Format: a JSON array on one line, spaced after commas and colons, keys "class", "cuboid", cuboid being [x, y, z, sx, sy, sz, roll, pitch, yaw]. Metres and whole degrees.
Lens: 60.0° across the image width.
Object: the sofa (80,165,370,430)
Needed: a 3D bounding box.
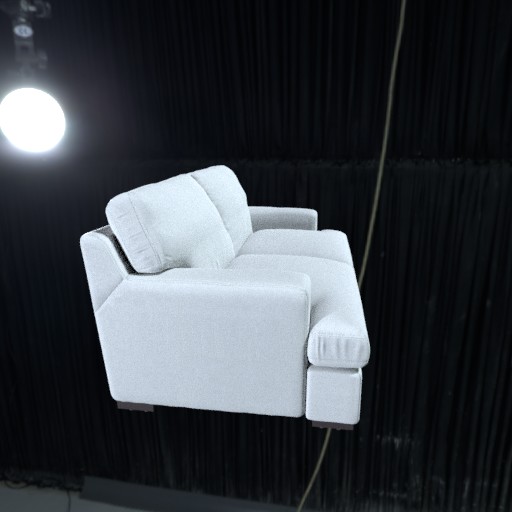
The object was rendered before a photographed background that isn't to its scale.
[{"class": "sofa", "cuboid": [0.000, 0.000, 2.575, 1.143, 0.940, 1.880, 2, 15, 8]}]
